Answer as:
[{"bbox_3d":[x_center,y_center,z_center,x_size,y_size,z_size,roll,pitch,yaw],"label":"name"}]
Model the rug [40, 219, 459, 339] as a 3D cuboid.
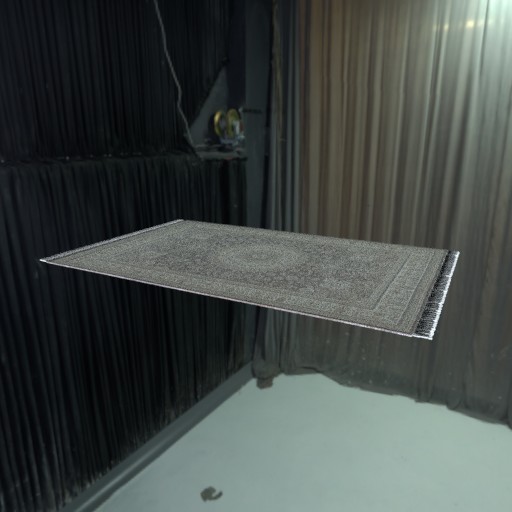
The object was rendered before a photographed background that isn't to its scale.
[{"bbox_3d":[0.000,0.000,3.018,2.440,0.010,1.528,8,18,27],"label":"rug"}]
